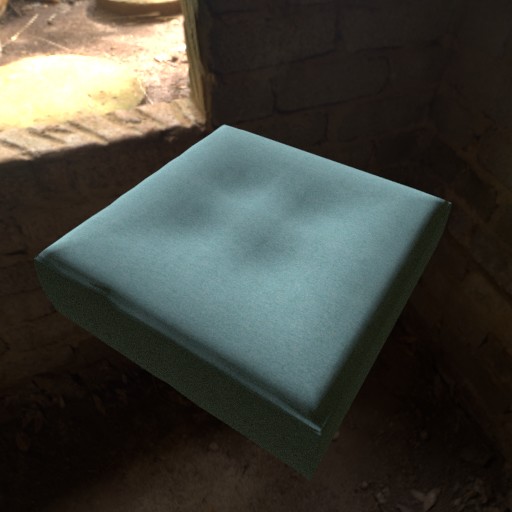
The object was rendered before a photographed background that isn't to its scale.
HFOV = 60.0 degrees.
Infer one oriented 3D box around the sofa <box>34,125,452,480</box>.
[{"bbox_3d":[0.000,0.000,1.423,0.930,0.330,0.930,25,51,23],"label":"sofa"}]
